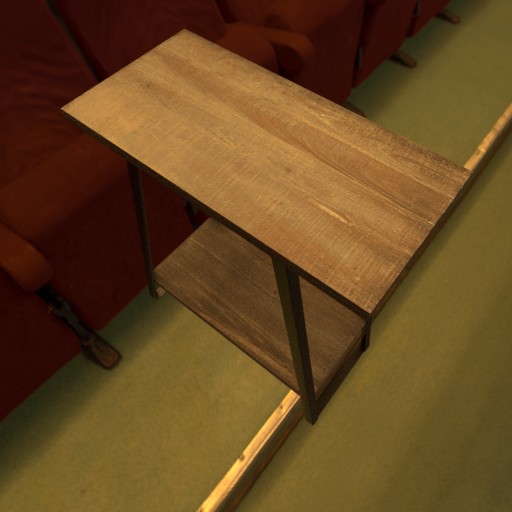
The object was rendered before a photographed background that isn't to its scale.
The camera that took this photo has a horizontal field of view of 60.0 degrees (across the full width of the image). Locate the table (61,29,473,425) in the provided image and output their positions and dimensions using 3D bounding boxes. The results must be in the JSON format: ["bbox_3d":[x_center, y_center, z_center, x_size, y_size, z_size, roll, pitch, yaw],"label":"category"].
[{"bbox_3d":[0.000,0.000,0.999,0.599,0.701,0.300,34,64,20],"label":"table"}]
